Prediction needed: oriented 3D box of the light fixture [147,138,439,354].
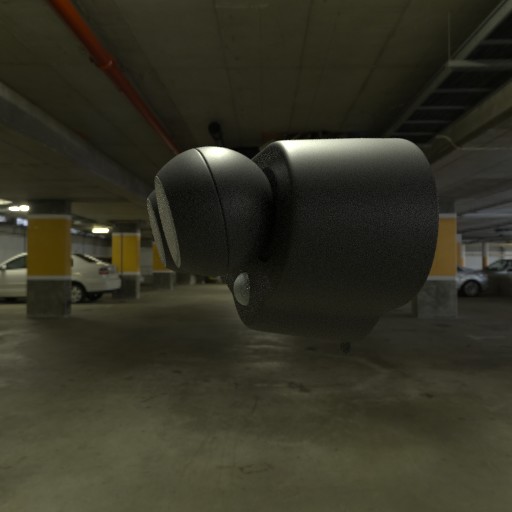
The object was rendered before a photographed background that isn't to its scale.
[{"bbox_3d":[0.000,0.000,0.343,0.159,0.159,0.229,0,-1,-17],"label":"light fixture"}]
